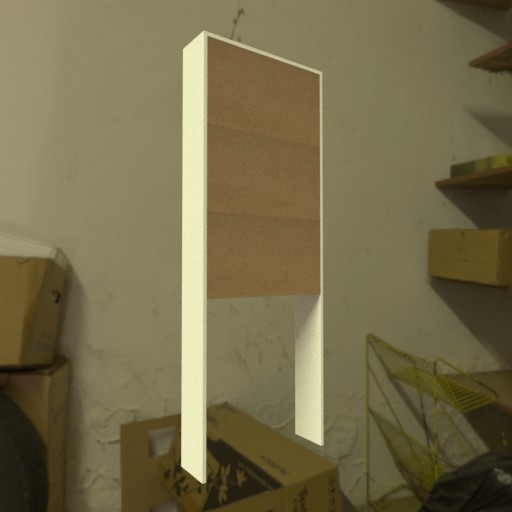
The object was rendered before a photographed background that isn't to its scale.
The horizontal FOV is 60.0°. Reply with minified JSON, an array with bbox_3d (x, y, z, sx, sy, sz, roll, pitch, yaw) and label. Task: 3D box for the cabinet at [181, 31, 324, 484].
[{"bbox_3d":[0.000,0.000,1.995,0.643,1.770,0.192,1,-2,-35],"label":"cabinet"}]
